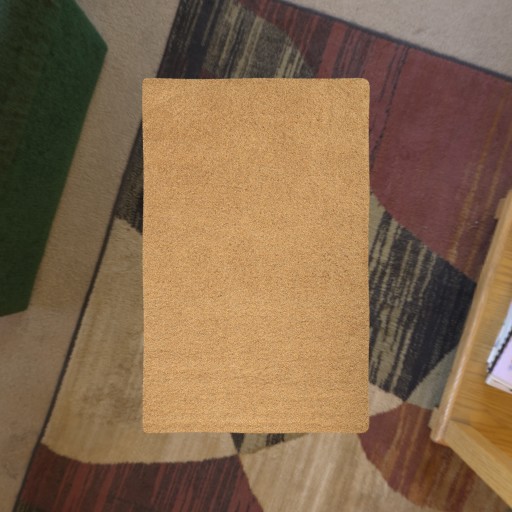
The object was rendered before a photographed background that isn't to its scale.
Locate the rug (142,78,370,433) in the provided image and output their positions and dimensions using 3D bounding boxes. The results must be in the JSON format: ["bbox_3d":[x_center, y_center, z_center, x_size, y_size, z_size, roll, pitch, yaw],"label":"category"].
[{"bbox_3d":[0.000,0.000,2.940,1.500,0.025,2.349,0,90,0],"label":"rug"}]
